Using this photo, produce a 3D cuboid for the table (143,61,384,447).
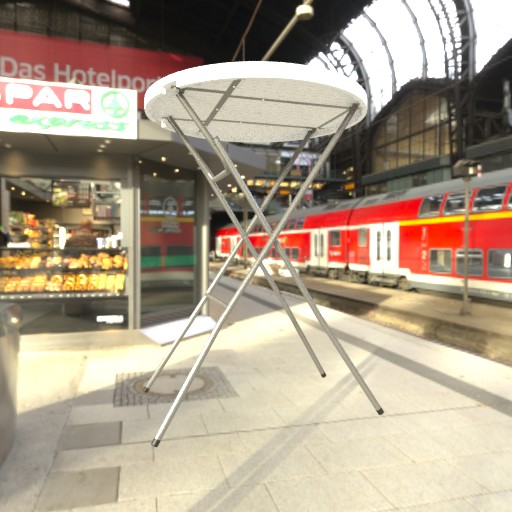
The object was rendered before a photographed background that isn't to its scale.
[{"bbox_3d":[0.000,0.000,1.640,0.795,1.105,0.792,0,2,-17],"label":"table"}]
